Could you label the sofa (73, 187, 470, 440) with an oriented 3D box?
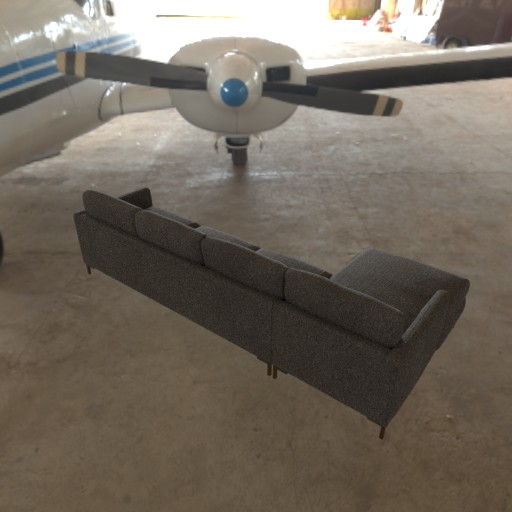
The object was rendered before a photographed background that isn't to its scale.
[{"bbox_3d":[0.000,0.000,3.516,2.932,0.810,1.350,21,36,32],"label":"sofa"}]
